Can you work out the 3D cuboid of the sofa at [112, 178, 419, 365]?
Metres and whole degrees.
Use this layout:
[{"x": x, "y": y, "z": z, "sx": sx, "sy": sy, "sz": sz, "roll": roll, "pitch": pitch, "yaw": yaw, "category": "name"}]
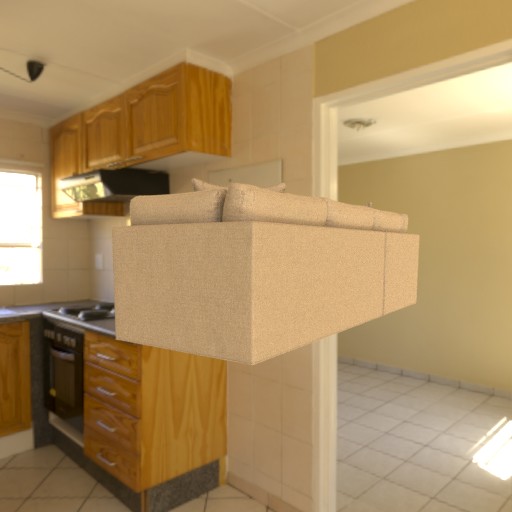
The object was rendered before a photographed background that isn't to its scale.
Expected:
[{"x": 0.000, "y": 0.000, "z": 3.828, "sx": 1.994, "sy": 0.978, "sz": 2.896, "roll": 1, "pitch": 1, "yaw": 35, "category": "sofa"}]
